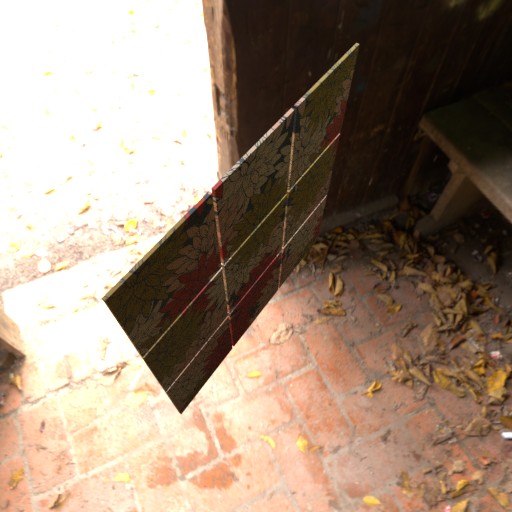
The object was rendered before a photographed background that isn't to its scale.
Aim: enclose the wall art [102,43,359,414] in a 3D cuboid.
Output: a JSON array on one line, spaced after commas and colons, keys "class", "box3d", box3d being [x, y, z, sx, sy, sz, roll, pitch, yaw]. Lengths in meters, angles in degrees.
[{"class": "wall art", "box3d": [0.000, 0.000, 1.797, 0.013, 1.218, 1.206, 32, 64, 18]}]
